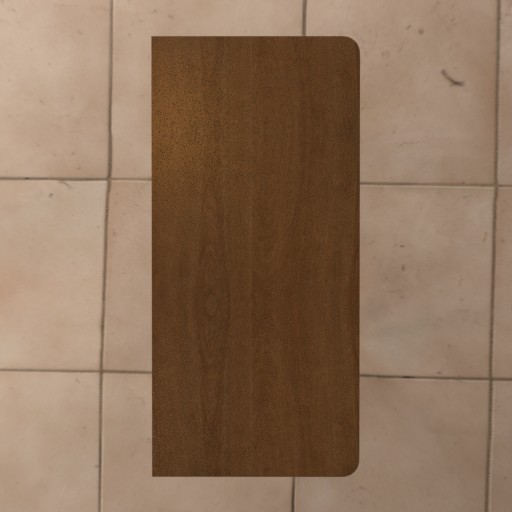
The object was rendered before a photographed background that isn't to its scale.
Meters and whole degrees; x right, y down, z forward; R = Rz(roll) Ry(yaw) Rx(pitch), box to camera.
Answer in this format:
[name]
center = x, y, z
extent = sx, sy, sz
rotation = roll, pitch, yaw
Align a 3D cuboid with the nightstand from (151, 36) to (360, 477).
[nightstand]
center = 0.000, 0.000, 1.269
extent = 0.432, 0.700, 0.914
rotation = 0, 90, 0
